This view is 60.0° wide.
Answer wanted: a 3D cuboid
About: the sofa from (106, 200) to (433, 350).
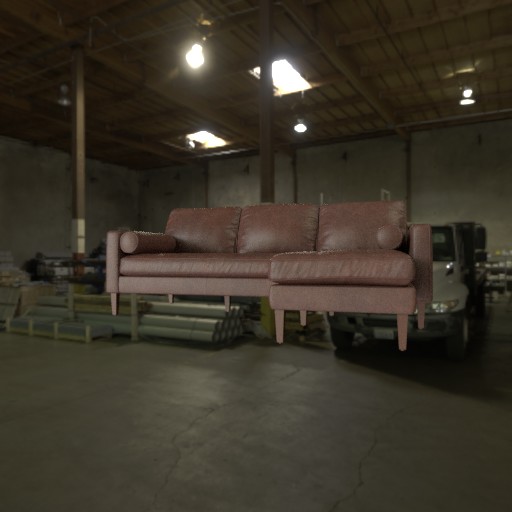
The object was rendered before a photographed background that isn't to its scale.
[{"bbox_3d":[0.000,0.000,2.934,2.185,0.841,1.613,0,0,17],"label":"sofa"}]
